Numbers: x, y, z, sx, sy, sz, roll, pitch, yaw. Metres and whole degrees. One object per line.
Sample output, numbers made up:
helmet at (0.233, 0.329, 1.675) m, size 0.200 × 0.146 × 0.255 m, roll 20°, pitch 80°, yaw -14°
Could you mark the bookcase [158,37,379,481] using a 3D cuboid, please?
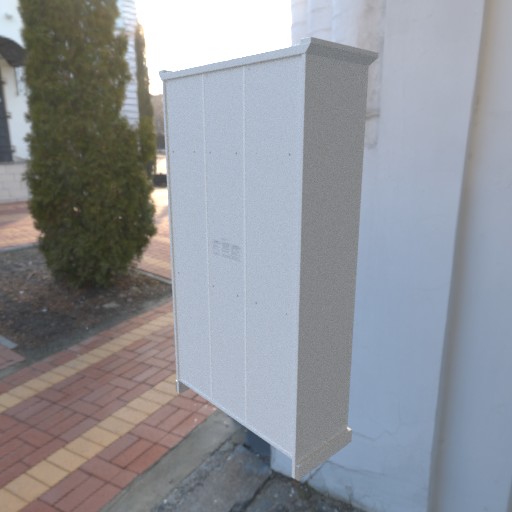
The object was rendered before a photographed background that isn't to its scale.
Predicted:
bookcase at (0.000, 0.000, 2.322) m, size 0.432 × 1.880 × 1.050 m, roll -13°, pitch 19°, yaw -41°
